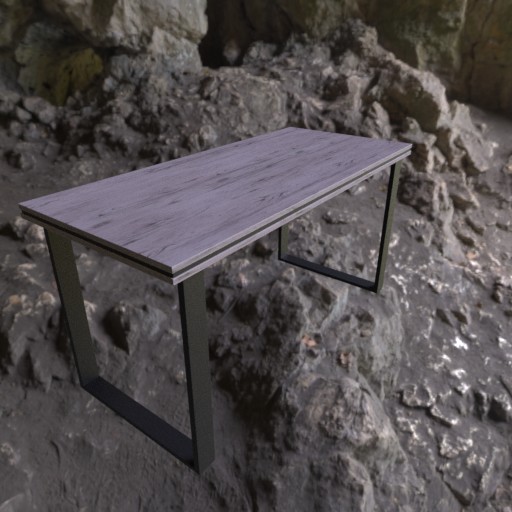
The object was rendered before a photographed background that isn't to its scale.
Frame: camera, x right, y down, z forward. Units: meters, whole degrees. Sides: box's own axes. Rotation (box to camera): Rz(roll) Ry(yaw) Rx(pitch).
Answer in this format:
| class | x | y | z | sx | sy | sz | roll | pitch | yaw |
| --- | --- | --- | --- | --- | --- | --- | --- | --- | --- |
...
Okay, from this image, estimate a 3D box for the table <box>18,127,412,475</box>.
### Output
| class | x | y | z | sx | sy | sz | roll | pitch | yaw |
| --- | --- | --- | --- | --- | --- | --- | --- | --- | --- |
| table | 0.000 | 0.000 | 2.210 | 0.795 | 0.899 | 1.778 | 19 | 33 | 33 |
